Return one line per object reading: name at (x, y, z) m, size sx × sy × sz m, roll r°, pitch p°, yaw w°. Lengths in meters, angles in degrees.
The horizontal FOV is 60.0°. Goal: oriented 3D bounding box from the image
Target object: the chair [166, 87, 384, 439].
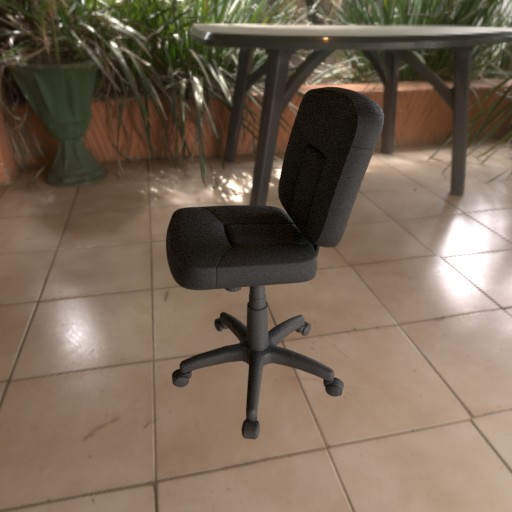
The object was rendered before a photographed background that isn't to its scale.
chair at (0.000, 0.000, 1.404) m, size 0.610 × 0.972 × 0.610 m, roll -7°, pitch 30°, yaw -12°
